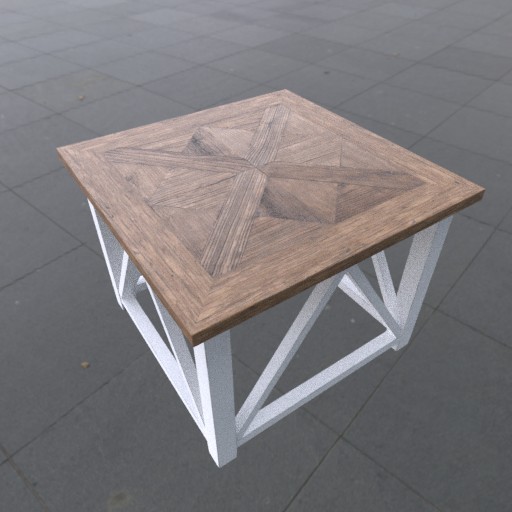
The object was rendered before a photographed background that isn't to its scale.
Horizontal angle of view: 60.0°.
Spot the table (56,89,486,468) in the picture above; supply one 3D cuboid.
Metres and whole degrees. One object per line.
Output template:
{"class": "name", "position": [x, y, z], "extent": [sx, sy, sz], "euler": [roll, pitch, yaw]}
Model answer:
{"class": "table", "position": [0.000, 0.000, 1.180], "extent": [0.700, 0.532, 0.700], "euler": [-24, 46, -25]}
